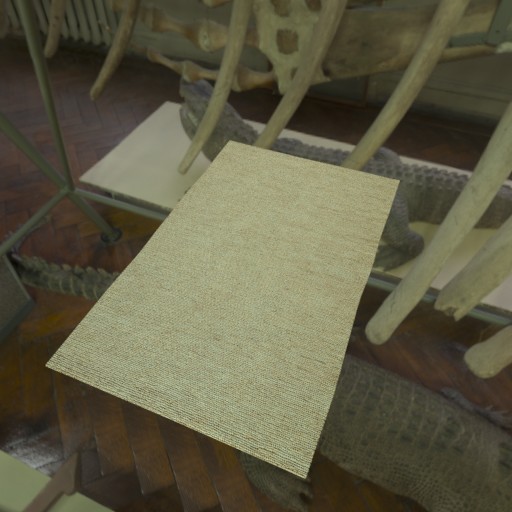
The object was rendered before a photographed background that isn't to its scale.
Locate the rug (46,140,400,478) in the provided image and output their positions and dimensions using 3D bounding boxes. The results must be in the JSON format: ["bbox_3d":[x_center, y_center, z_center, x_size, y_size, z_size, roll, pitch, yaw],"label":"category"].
[{"bbox_3d":[0.000,0.000,3.033,1.533,0.011,2.439,17,49,15],"label":"rug"}]
